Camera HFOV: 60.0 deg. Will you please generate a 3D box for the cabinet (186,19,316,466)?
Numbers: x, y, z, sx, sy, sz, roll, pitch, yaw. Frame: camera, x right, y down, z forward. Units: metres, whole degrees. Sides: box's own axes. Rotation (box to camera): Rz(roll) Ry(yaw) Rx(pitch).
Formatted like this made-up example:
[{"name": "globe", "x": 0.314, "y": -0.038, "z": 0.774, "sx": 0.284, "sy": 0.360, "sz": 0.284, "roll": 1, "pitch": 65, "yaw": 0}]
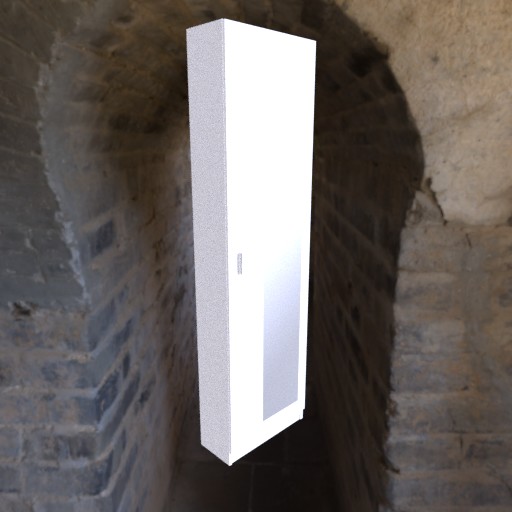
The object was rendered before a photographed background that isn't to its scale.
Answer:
[{"name": "cabinet", "x": 0.000, "y": 0.000, "z": 1.962, "sx": 0.500, "sy": 1.790, "sz": 0.230, "roll": -14, "pitch": 20, "yaw": -43}]
